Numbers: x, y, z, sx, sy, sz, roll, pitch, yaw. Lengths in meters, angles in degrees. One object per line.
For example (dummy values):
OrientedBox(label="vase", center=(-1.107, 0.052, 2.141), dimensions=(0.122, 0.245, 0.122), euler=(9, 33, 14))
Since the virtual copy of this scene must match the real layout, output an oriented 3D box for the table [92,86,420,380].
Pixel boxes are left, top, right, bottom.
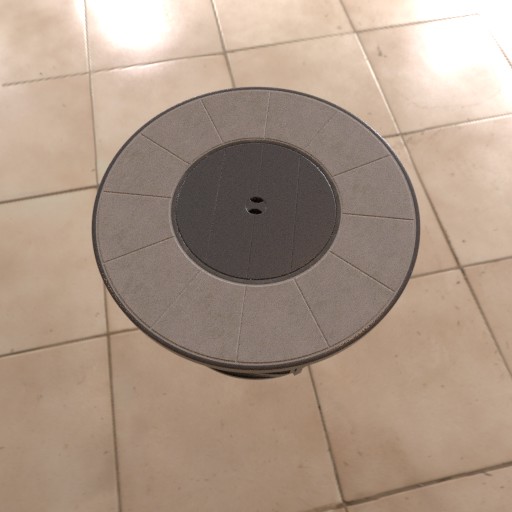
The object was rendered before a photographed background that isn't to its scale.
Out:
OrientedBox(label="table", center=(0.000, 0.000, 1.540), dimensions=(0.914, 0.650, 0.914), euler=(0, 64, 0))
